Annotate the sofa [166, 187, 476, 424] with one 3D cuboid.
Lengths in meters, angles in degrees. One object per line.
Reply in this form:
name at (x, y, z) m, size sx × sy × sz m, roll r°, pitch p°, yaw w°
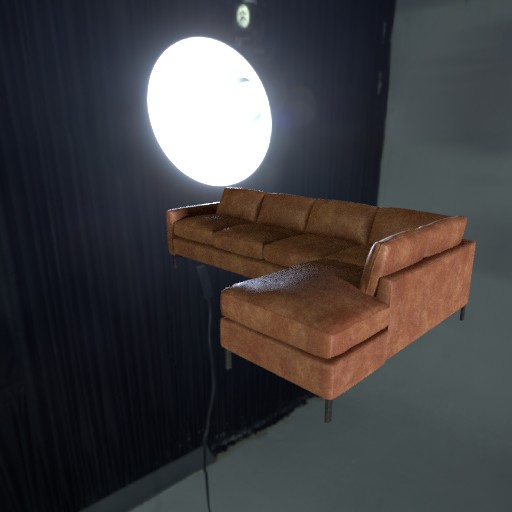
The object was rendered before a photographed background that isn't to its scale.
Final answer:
sofa at (0.000, 0.000, 3.826) m, size 1.938 × 0.877 × 2.984 m, roll -15°, pitch 22°, yaw -43°
